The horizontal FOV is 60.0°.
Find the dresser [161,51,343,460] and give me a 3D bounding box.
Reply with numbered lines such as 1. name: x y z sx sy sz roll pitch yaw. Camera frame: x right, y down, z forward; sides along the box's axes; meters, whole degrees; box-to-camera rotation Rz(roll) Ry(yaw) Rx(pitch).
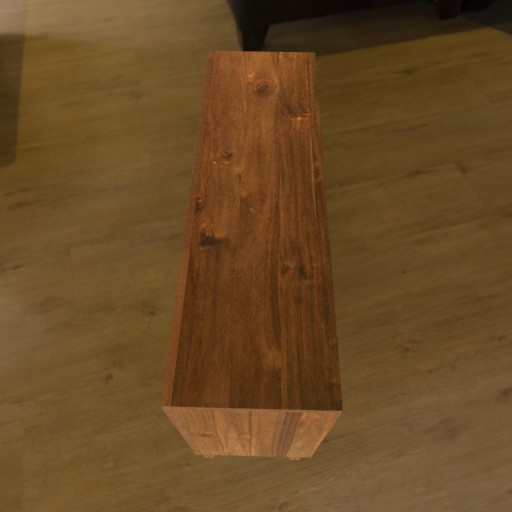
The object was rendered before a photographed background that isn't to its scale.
1. dresser: 0.000 0.000 1.784 0.446 0.873 1.400 1 58 1
